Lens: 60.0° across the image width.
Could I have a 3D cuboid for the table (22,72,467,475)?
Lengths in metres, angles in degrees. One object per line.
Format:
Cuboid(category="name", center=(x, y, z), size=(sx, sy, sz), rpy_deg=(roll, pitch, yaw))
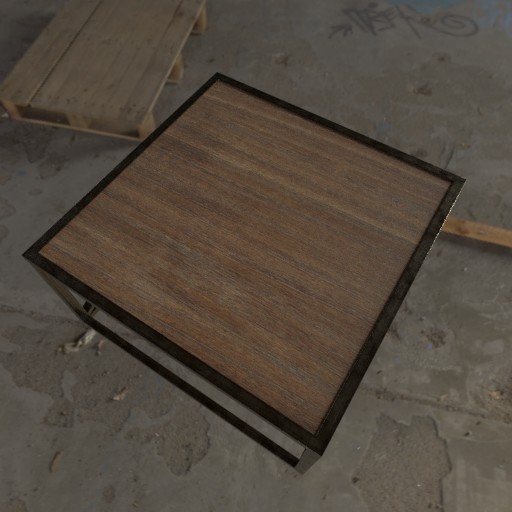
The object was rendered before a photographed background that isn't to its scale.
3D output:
Cuboid(category="table", center=(0.000, 0.000, 1.441), size=(0.909, 0.451, 0.899), rpy_deg=(29, 63, 16))
